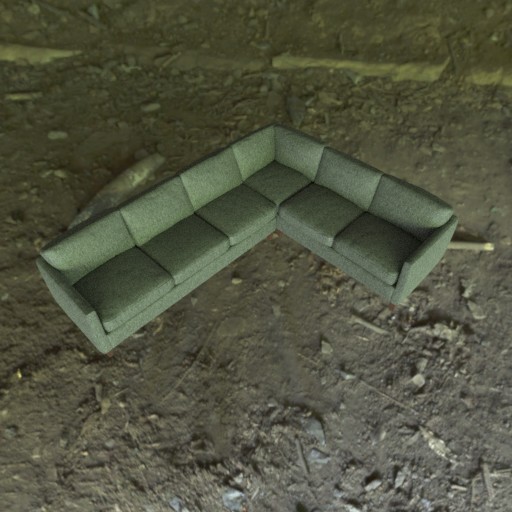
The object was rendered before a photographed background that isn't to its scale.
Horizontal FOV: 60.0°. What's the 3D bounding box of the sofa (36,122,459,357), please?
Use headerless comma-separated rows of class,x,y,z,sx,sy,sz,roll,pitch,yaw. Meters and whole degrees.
sofa,0.000,0.000,4.434,2.593,0.947,3.302,35,56,29
